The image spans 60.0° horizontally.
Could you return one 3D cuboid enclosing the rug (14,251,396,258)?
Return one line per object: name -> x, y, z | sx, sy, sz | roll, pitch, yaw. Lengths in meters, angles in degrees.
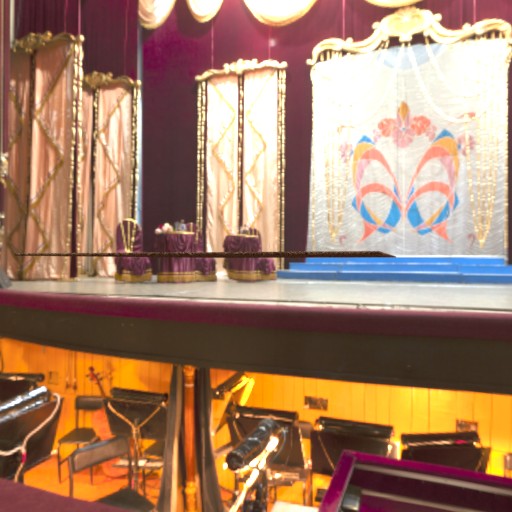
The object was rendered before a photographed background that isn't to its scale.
rug -> 0.000, 0.000, 4.165 | 2.448, 0.017, 3.204 | 0, -1, 19
